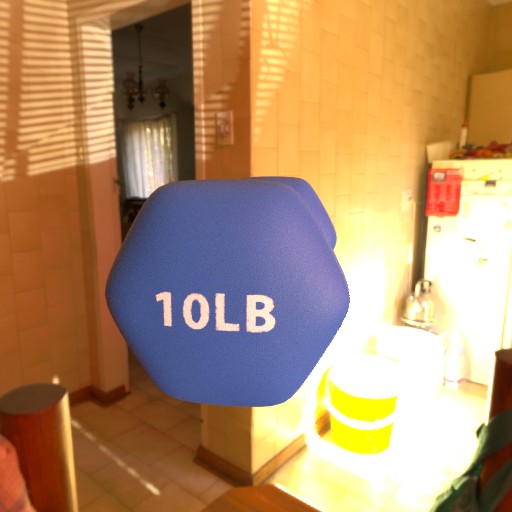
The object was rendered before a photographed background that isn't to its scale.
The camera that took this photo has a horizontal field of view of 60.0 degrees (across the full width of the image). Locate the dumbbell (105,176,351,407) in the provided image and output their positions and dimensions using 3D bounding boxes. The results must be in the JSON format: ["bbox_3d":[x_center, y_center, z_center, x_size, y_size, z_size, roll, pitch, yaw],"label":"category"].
[{"bbox_3d":[0.000,0.000,0.265,0.103,0.093,0.212,2,11,9],"label":"dumbbell"}]
